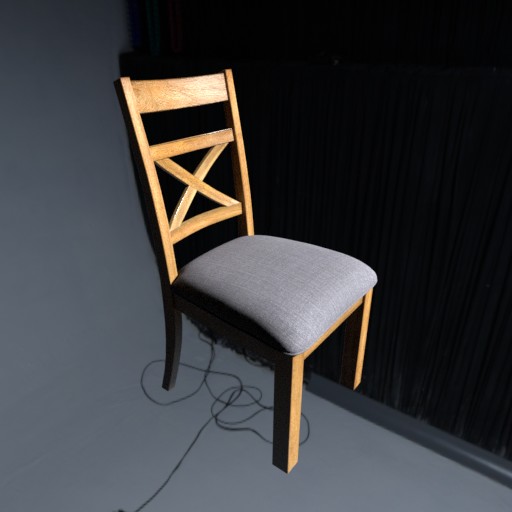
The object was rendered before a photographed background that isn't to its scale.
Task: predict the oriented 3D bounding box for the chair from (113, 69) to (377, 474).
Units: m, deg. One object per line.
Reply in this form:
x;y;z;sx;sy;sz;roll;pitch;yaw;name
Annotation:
0.000;0.000;1.266;0.581;0.949;0.470;18;32;33;chair
